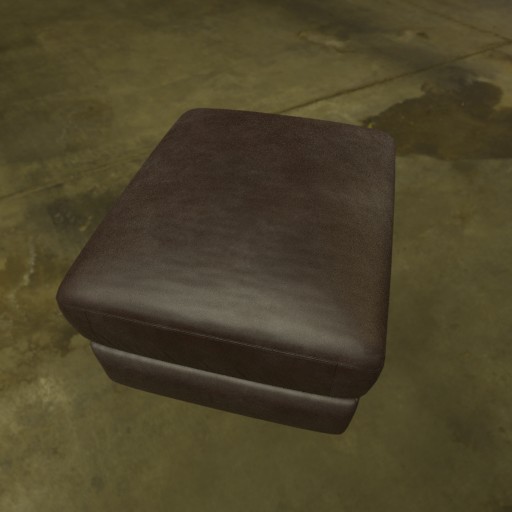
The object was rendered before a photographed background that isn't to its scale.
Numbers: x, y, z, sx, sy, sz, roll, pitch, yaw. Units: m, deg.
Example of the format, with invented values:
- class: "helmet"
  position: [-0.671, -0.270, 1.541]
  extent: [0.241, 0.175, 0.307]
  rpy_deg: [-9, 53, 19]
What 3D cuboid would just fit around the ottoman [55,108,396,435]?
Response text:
- class: "ottoman"
  position: [0.000, 0.000, 1.228]
  extent: [0.670, 0.569, 0.806]
  rpy_deg: [10, 47, 10]
